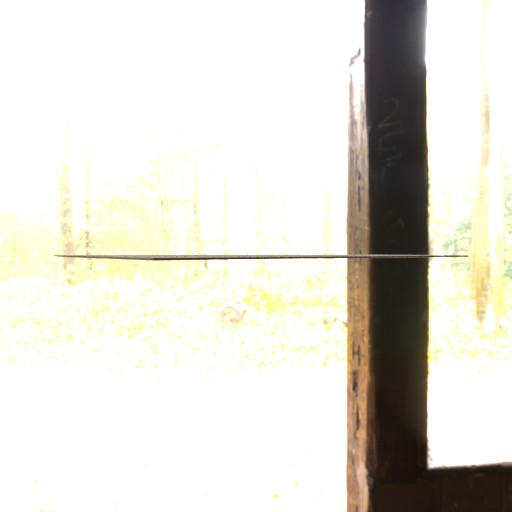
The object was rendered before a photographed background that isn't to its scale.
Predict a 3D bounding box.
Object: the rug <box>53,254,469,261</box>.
[{"bbox_3d":[0.000,0.000,4.152,3.050,0.015,2.441,0,1,-36],"label":"rug"}]
